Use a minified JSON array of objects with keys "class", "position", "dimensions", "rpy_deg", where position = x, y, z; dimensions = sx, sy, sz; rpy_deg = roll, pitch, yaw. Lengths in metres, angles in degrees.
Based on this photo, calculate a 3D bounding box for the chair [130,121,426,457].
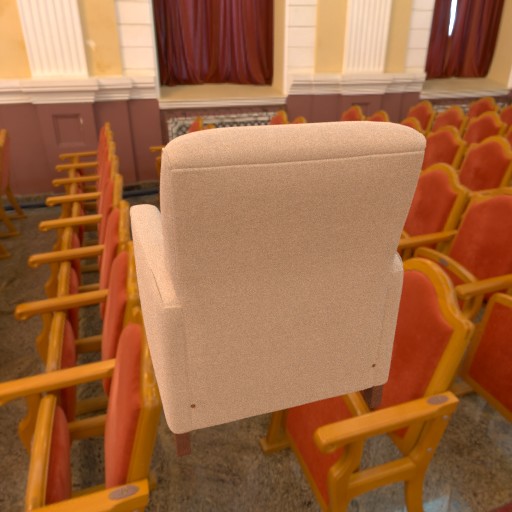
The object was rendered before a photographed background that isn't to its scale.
[{"class":"chair","position":[0.000,0.000,1.607],"dimensions":[0.841,1.023,0.858],"rpy_deg":[-8,26,-16]}]
